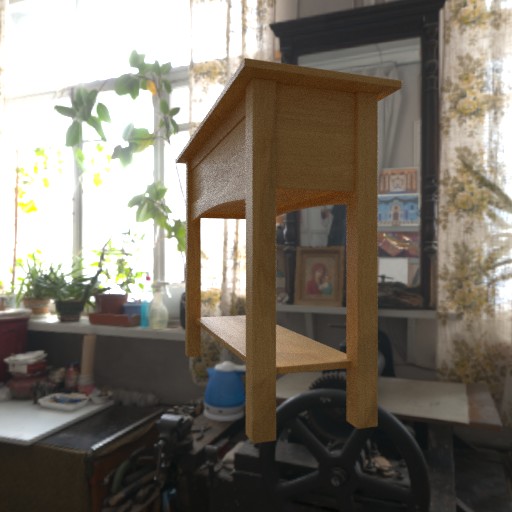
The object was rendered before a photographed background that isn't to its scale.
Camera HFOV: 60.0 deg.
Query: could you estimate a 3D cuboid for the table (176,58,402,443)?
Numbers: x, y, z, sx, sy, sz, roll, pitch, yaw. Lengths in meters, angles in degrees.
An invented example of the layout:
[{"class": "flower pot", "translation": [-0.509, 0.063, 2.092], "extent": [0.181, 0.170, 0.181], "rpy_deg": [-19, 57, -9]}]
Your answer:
[{"class": "table", "translation": [0.000, 0.000, 1.291], "extent": [0.340, 0.728, 0.900], "rpy_deg": [0, 0, -18]}]
